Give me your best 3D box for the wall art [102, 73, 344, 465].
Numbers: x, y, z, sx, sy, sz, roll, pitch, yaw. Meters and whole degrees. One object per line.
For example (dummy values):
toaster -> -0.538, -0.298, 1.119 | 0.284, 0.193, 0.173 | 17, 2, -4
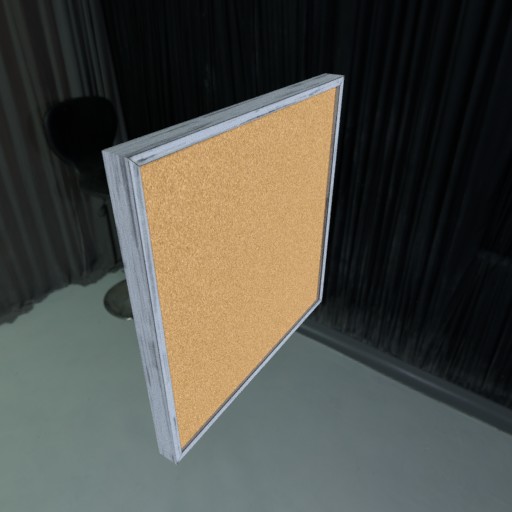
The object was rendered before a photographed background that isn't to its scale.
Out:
wall art -> 0.000, 0.000, 0.753 | 0.038, 0.506, 0.506 | 20, 37, 28
